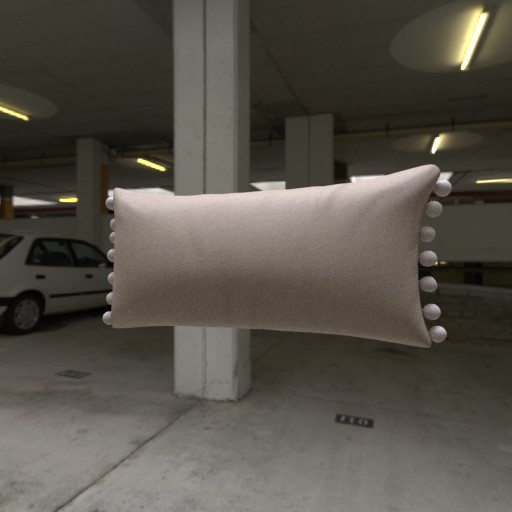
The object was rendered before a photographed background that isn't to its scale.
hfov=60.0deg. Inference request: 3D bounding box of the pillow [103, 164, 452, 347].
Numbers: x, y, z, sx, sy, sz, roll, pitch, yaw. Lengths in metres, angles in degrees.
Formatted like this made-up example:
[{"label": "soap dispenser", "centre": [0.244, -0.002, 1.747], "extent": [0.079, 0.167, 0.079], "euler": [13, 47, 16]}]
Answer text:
[{"label": "pillow", "centre": [0.000, 0.000, 0.867], "extent": [0.709, 0.322, 0.201], "euler": [0, 0, 17]}]
